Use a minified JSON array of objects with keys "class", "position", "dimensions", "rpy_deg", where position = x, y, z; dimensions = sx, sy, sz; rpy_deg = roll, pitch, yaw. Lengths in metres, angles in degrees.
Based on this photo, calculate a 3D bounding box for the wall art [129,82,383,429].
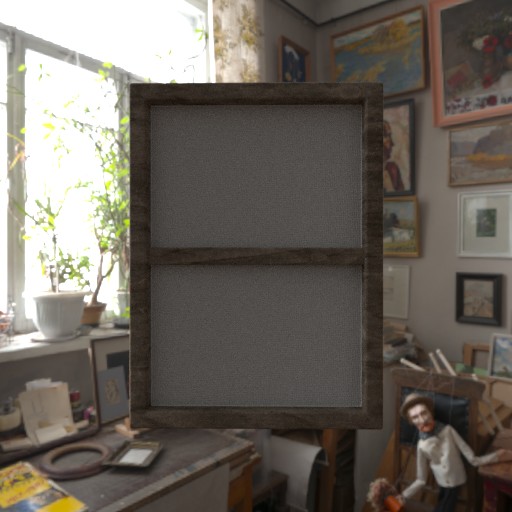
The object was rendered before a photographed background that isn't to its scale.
[{"class":"wall art","position":[0.000,0.000,0.788],"dimensions":[0.443,0.605,0.035],"rpy_deg":[0,0,1]}]
